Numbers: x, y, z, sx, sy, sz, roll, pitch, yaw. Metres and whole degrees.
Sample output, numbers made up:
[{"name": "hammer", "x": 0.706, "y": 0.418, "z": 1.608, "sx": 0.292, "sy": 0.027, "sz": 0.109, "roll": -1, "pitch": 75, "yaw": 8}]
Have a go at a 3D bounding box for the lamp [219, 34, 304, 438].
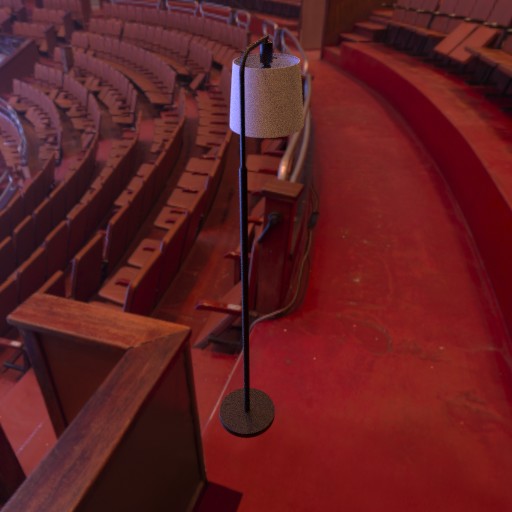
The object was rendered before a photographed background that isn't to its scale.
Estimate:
[{"name": "lamp", "x": 0.000, "y": 0.000, "z": 1.667, "sx": 0.254, "sy": 1.478, "sz": 0.508, "roll": 9, "pitch": 33, "yaw": 15}]
